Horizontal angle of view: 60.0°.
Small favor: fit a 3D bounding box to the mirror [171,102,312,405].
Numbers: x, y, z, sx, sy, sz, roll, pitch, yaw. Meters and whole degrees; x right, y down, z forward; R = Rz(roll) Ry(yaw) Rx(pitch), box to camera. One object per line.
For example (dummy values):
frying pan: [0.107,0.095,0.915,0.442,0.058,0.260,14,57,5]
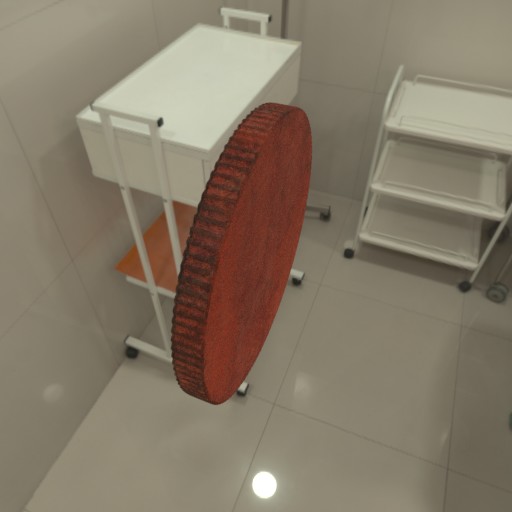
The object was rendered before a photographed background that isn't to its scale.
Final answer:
mirror: [0.000,0.000,0.927,0.056,0.609,0.609,16,49,15]
